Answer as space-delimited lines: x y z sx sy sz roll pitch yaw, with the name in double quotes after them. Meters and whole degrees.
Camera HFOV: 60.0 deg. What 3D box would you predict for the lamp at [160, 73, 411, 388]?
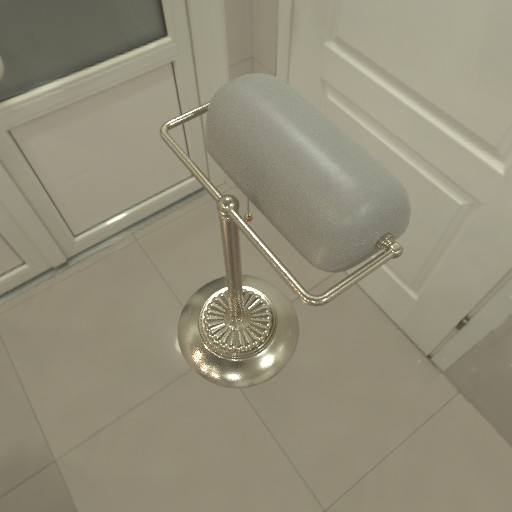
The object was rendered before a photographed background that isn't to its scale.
0.000 0.000 0.521 0.243 0.339 0.264 -32 63 -18 "lamp"
